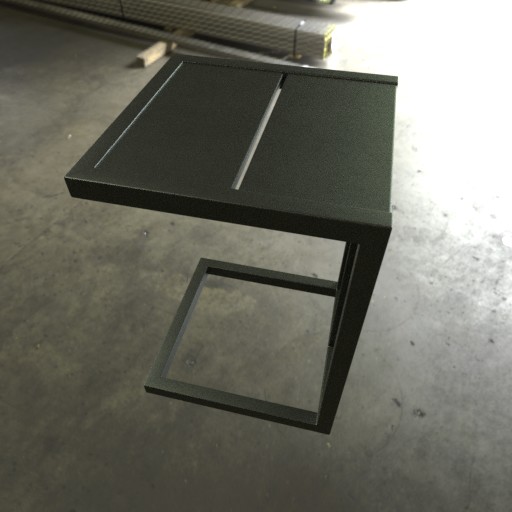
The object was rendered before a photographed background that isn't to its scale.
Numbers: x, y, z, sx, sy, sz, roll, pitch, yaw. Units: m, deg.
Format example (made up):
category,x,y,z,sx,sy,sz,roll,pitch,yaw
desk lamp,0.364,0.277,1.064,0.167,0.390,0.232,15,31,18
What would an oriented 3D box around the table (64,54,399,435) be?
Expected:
category,x,y,z,sx,sy,sz,roll,pitch,yaw
table,0.000,0.000,0.899,0.420,0.609,0.405,10,47,9
